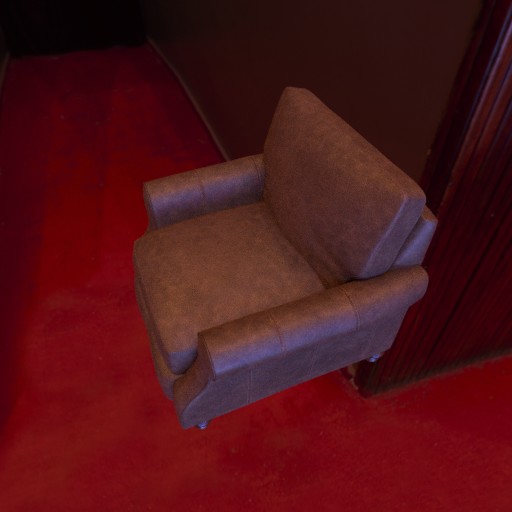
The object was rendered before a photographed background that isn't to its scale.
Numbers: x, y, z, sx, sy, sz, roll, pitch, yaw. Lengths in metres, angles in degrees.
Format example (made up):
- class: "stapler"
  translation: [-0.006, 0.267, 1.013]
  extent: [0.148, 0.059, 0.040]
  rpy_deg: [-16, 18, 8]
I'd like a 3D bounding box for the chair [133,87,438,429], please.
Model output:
- class: "chair"
  translation: [0.000, 0.000, 1.784]
  extent: [1.002, 0.976, 0.996]
  rpy_deg: [-16, 49, -15]
